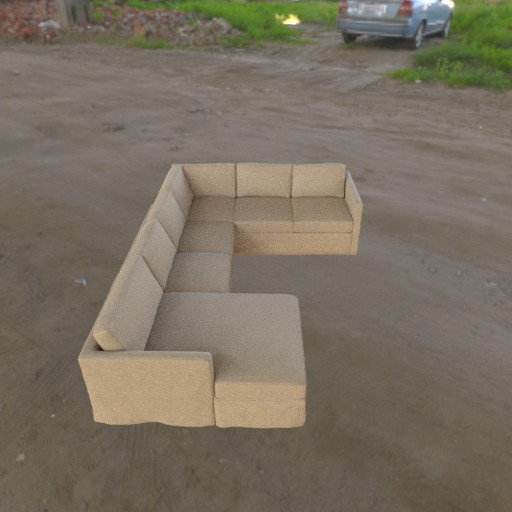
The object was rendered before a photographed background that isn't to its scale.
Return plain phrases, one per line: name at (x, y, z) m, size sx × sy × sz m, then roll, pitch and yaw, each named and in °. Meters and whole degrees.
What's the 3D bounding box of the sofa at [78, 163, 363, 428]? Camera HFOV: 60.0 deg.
sofa at (0.000, 0.000, 4.631) m, size 2.476 × 0.878 × 3.528 m, roll 1°, pitch 33°, yaw 1°
